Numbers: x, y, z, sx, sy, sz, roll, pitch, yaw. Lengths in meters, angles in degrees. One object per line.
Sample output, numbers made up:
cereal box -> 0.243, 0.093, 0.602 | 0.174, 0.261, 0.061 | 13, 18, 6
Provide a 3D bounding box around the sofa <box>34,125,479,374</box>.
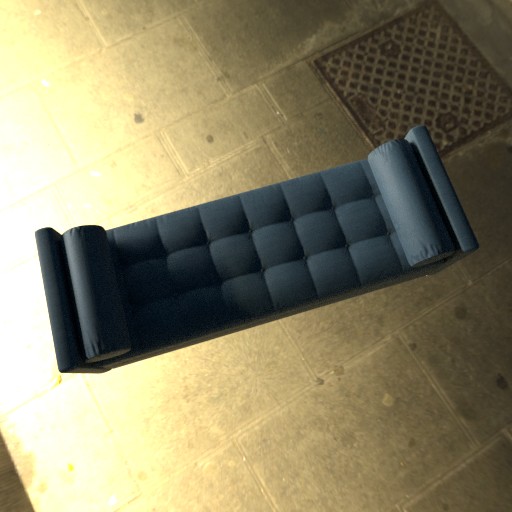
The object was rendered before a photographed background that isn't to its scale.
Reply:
sofa -> 0.000, 0.000, 2.353 | 1.981, 0.635, 0.686 | -16, 75, -4
